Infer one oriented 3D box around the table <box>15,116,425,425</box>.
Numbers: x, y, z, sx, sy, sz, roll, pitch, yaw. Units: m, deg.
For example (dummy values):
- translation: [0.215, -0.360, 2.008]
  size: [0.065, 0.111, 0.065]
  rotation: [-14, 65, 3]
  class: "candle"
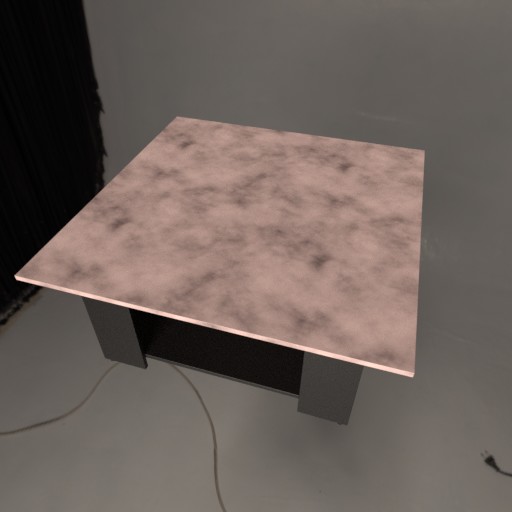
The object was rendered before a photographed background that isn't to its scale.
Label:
- translation: [0.000, 0.000, 1.034]
  size: [0.670, 0.305, 0.670]
  rotation: [12, 43, 13]
  class: "table"
